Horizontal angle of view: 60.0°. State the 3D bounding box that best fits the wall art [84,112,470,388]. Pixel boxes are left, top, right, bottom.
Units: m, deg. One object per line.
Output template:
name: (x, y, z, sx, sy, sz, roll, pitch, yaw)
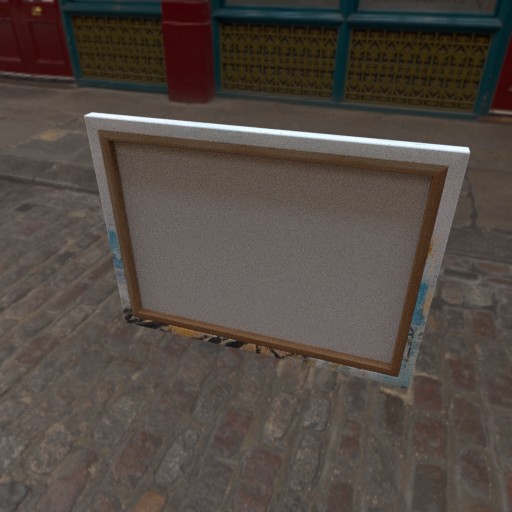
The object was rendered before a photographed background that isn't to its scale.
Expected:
wall art: (0.000, 0.000, 1.335, 1.016, 0.762, 0.038, 10, 33, 15)
